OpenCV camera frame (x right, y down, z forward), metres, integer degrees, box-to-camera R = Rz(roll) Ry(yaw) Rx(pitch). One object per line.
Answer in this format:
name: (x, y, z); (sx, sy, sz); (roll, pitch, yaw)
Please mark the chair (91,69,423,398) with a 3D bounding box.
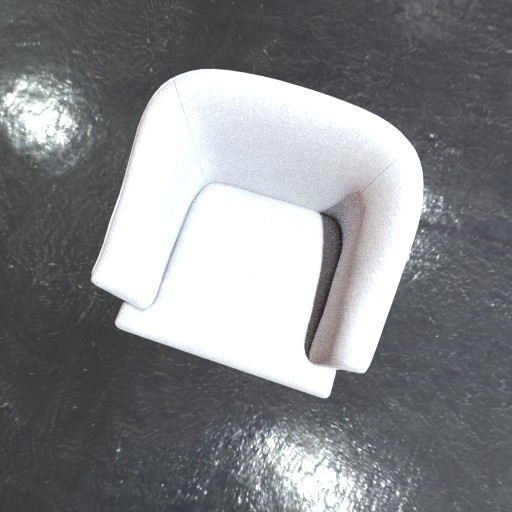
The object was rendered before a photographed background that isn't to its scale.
chair: (0.000, 0.000, 1.416); (0.798, 0.815, 0.704); (18, 76, 5)
